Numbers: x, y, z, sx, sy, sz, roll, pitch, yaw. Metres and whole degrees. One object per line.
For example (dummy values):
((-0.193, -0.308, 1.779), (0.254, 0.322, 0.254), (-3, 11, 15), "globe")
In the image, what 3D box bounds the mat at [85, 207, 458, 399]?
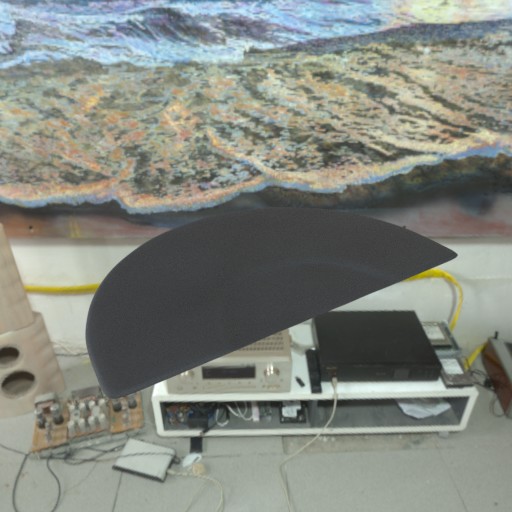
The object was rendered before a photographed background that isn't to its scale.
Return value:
((0.000, 0.000, 1.896), (1.525, 0.016, 0.917), (-18, 35, -27), "mat")
